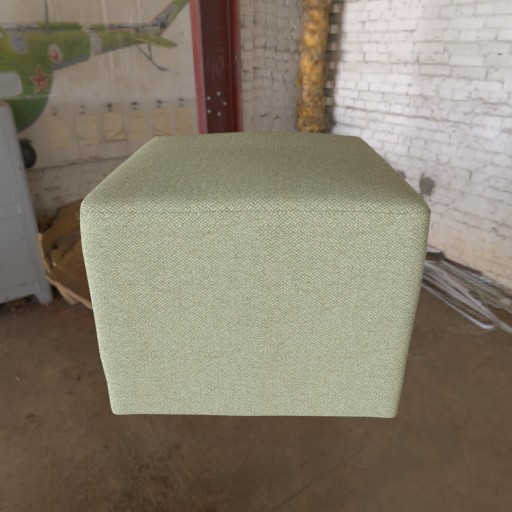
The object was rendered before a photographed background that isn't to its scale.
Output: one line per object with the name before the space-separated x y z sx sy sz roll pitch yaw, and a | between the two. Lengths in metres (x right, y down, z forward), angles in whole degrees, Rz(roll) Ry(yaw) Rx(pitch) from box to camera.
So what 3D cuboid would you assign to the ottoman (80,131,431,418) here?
ottoman | 0.000 0.000 0.923 0.512 0.453 0.521 0 26 1
